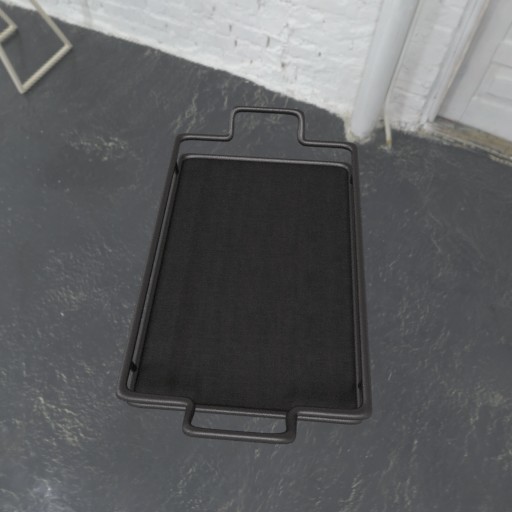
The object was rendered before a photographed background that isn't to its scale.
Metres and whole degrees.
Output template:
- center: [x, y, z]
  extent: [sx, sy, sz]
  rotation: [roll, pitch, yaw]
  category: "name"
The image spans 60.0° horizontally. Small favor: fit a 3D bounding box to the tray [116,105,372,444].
- center: [0.000, 0.000, 0.619]
  extent: [0.297, 0.101, 0.495]
  rotation: [4, 60, 2]
  category: "tray"
